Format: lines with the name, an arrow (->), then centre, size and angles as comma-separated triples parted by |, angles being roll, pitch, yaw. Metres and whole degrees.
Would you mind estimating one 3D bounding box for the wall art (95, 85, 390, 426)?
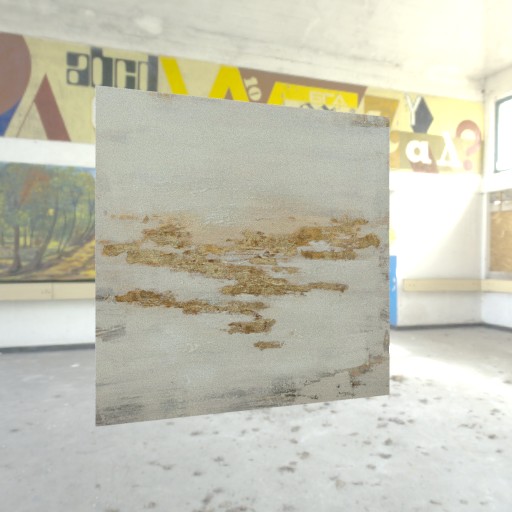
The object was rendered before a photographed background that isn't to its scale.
wall art -> 0.000, 0.000, 1.491 | 1.015, 1.018, 0.040 | 0, 0, -17
